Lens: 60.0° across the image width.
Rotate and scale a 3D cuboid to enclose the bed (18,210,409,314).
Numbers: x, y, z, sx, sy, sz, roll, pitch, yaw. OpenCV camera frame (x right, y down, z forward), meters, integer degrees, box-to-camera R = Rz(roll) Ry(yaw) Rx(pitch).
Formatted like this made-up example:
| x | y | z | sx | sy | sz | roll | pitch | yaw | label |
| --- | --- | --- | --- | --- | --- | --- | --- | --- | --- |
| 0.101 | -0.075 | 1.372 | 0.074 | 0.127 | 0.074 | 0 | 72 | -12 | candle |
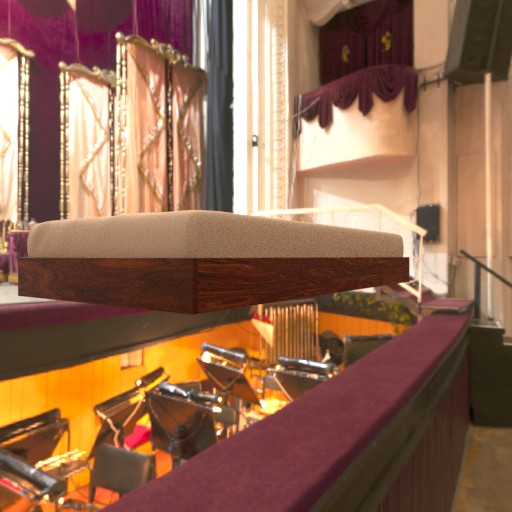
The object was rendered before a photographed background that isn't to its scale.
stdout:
| x | y | z | sx | sy | sz | roll | pitch | yaw | label |
| --- | --- | --- | --- | --- | --- | --- | --- | --- | --- |
| 0.000 | 0.000 | 2.203 | 0.940 | 0.312 | 1.860 | 0 | 0 | 36 | bed |
